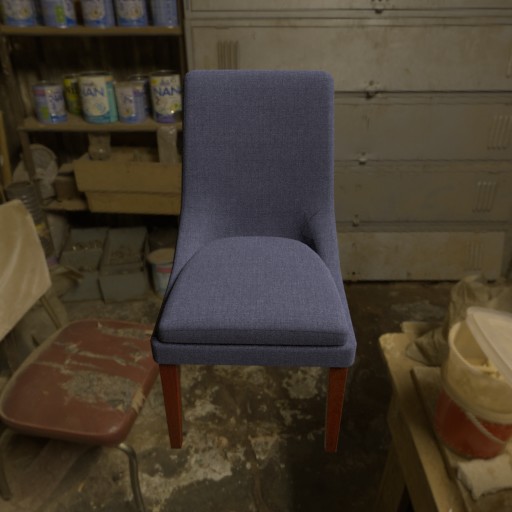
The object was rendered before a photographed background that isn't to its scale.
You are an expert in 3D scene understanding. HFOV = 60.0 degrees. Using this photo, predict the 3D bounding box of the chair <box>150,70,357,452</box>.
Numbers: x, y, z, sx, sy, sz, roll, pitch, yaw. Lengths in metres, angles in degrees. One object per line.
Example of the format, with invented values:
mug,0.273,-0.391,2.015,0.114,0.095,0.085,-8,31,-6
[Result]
chair,0.000,0.000,1.322,0.508,0.952,0.655,1,30,1
